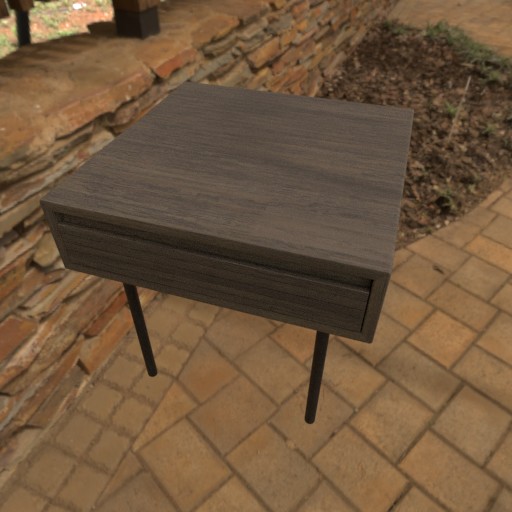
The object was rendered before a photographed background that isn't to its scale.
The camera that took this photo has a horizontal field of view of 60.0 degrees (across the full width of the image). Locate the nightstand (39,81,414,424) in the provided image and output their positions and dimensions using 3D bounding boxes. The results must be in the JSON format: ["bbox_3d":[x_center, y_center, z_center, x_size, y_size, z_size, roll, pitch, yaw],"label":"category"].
[{"bbox_3d":[0.000,0.000,0.926,0.502,0.497,0.503,12,43,14],"label":"nightstand"}]
